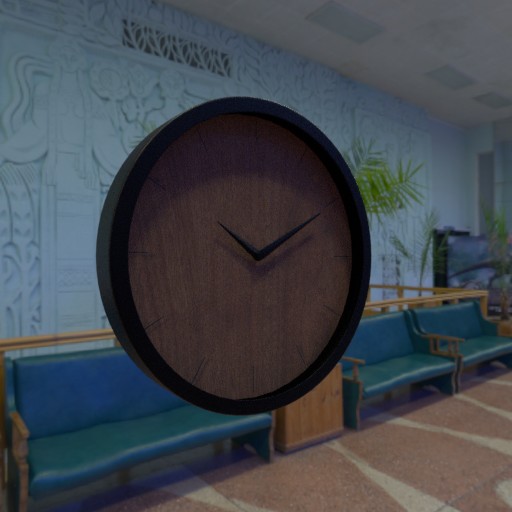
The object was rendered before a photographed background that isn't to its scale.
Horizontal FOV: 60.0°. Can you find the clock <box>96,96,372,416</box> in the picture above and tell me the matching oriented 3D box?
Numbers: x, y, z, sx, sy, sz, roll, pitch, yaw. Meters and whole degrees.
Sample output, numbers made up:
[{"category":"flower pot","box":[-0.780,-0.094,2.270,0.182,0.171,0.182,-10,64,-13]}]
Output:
[{"category":"clock","box":[0.000,0.000,0.459,0.314,0.314,0.040,0,0,-35]}]
